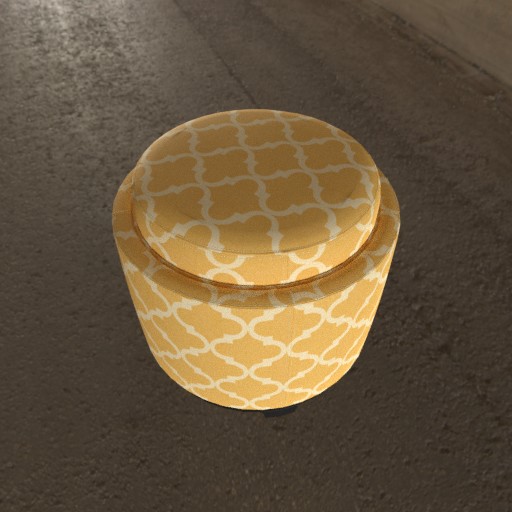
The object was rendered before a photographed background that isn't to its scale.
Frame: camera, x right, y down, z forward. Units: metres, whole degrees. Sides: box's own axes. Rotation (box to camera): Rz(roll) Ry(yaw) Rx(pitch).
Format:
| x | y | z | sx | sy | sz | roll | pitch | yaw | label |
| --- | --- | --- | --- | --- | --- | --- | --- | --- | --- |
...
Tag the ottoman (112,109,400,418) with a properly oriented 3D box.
| x | y | z | sx | sy | sz | roll | pitch | yaw | label |
| --- | --- | --- | --- | --- | --- | --- | --- | --- | --- |
| 0.000 | 0.000 | 0.844 | 0.480 | 0.429 | 0.480 | 0 | 46 | 0 | ottoman |
